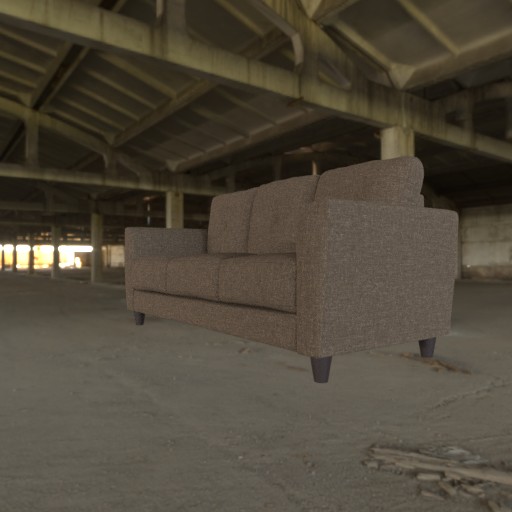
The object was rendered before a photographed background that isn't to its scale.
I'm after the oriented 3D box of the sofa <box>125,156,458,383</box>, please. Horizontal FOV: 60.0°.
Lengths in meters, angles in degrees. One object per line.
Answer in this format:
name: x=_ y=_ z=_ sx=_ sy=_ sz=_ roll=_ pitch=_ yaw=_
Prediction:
sofa: x=0.000 y=0.000 z=2.415 sx=0.837 sy=0.891 sz=1.847 roll=0 pitch=0 yaw=-37
